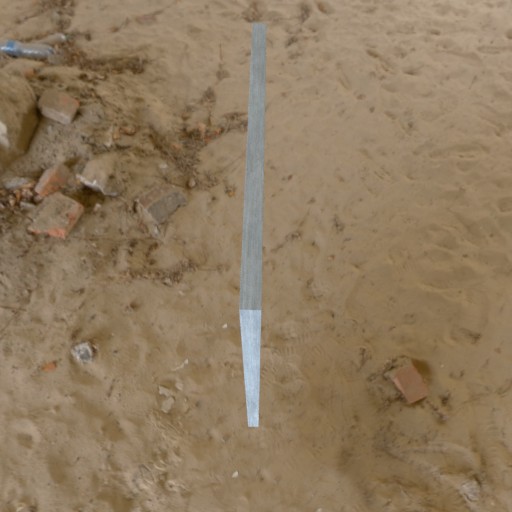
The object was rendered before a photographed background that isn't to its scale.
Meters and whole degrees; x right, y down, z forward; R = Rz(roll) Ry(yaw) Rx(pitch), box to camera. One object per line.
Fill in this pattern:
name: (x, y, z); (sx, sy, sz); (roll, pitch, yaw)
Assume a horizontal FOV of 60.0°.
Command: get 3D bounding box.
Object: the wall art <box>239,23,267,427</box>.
wall art: (0.000, 0.000, 0.802); (0.022, 0.582, 0.479); (1, 59, 1)
